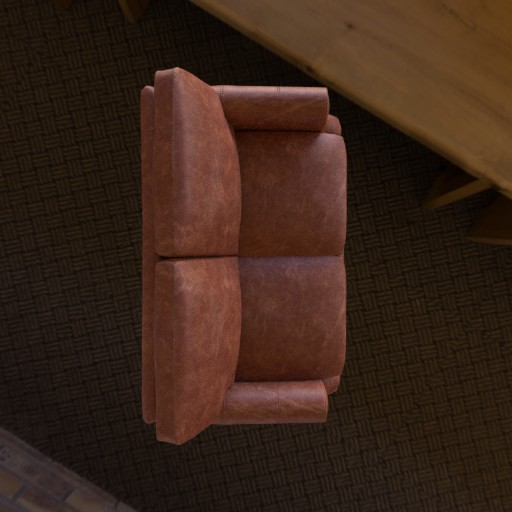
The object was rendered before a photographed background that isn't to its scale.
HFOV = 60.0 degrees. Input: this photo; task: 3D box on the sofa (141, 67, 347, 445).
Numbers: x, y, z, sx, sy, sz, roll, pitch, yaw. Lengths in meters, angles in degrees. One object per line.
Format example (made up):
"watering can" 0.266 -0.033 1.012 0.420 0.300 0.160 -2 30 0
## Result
"sofa" 0.000 0.000 2.210 0.990 0.967 1.616 0 91 0
